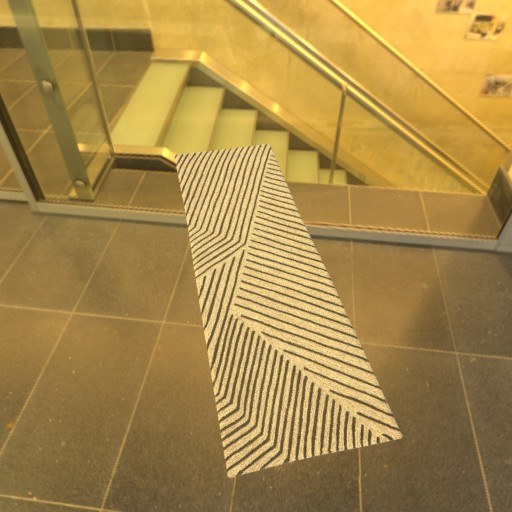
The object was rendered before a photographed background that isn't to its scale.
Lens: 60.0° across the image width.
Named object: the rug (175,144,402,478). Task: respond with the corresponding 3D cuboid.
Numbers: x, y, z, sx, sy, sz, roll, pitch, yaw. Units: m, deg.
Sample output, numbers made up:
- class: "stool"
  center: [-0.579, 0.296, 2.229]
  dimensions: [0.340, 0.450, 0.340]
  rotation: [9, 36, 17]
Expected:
- class: "rug"
  center: [0.000, 0.000, 2.703]
  dimensions: [0.773, 0.020, 2.439]
  rotation: [-9, 46, -9]
